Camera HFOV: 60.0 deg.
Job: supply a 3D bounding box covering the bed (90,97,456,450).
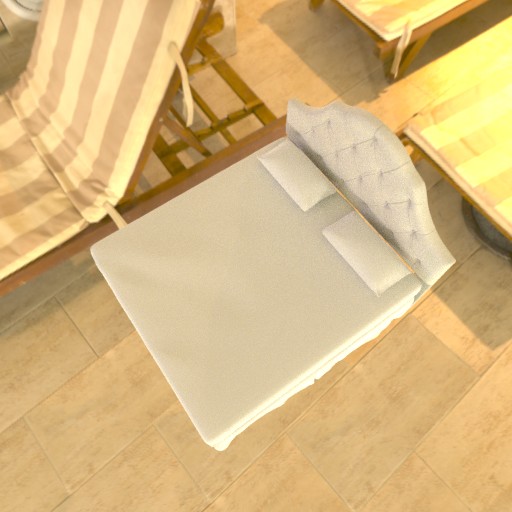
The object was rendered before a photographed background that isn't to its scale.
[{"bbox_3d":[0.000,0.000,3.541,2.214,1.615,2.008,-33,69,-14],"label":"bed"}]
